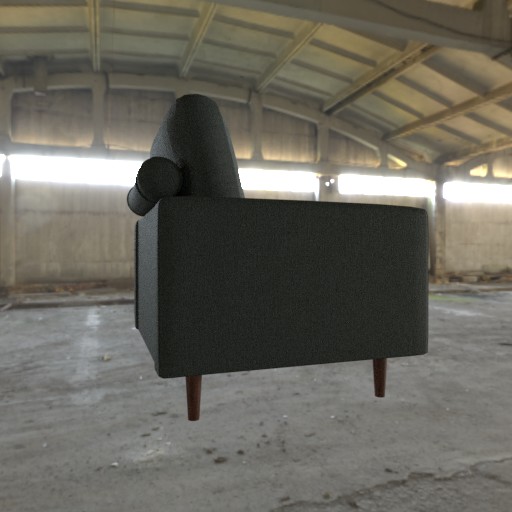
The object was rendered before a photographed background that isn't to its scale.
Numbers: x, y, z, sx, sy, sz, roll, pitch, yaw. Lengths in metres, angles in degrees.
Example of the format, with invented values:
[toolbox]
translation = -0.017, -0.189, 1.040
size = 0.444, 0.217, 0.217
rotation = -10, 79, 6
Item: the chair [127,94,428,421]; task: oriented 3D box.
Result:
[chair]
translation = 0.000, 0.000, 1.542
size = 0.843, 0.880, 0.821
rotation = 0, 0, -19
